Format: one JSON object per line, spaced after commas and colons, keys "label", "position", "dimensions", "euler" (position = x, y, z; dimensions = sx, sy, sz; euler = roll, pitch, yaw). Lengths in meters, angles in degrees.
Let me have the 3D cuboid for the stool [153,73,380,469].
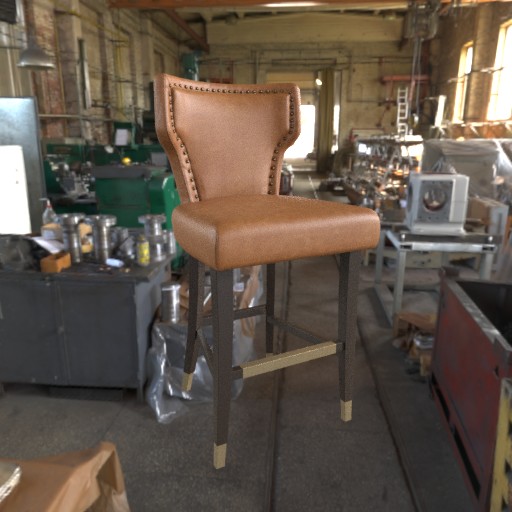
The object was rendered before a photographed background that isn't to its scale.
{"label": "stool", "position": [0.000, 0.000, 1.411], "dimensions": [0.526, 1.092, 0.563], "euler": [-8, 17, -27]}
